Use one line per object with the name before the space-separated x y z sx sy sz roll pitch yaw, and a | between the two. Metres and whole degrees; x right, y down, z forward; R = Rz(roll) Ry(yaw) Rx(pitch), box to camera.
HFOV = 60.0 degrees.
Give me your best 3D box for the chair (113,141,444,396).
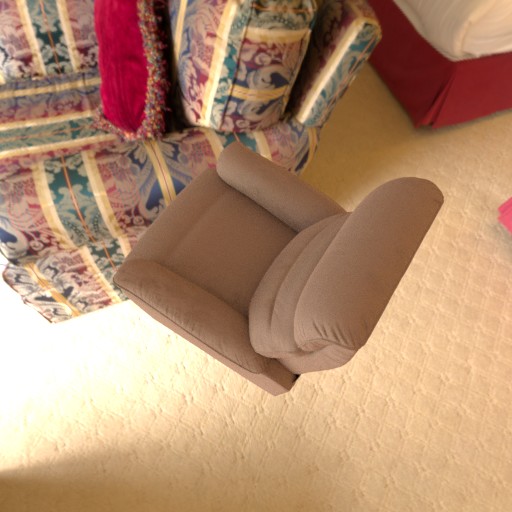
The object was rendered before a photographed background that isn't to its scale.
chair | 0.000 0.000 1.763 1.004 1.037 0.820 30 67 15
